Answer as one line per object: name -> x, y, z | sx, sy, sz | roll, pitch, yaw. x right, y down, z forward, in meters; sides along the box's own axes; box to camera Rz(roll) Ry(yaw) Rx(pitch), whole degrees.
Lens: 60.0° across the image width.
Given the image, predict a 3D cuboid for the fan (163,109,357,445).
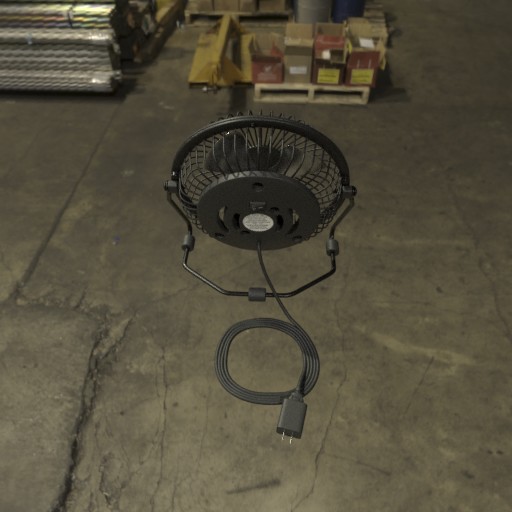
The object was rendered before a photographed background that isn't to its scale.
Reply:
fan -> 0.000, 0.000, 0.306 | 0.153, 0.152, 0.202 | 2, 47, 2
